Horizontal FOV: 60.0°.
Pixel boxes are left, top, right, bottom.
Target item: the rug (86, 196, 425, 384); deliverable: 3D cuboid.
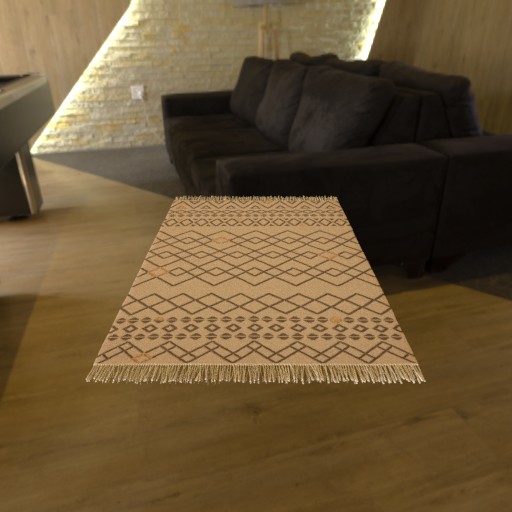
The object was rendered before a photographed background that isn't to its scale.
[{"bbox_3d":[0.000,0.000,2.478,1.224,0.028,2.023,0,27,0],"label":"rug"}]
